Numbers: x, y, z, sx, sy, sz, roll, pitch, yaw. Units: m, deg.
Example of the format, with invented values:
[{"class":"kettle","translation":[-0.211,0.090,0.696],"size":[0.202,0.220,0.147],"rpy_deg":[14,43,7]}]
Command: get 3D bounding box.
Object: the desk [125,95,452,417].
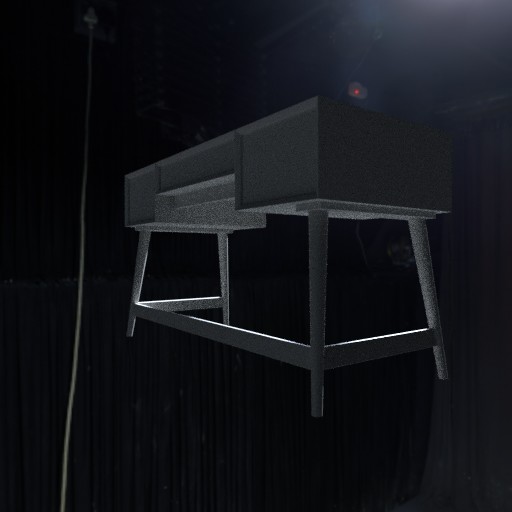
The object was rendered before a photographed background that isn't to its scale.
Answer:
[{"class":"desk","translation":[0.000,0.000,1.748],"size":[0.589,0.762,1.313],"rpy_deg":[0,0,-36]}]
